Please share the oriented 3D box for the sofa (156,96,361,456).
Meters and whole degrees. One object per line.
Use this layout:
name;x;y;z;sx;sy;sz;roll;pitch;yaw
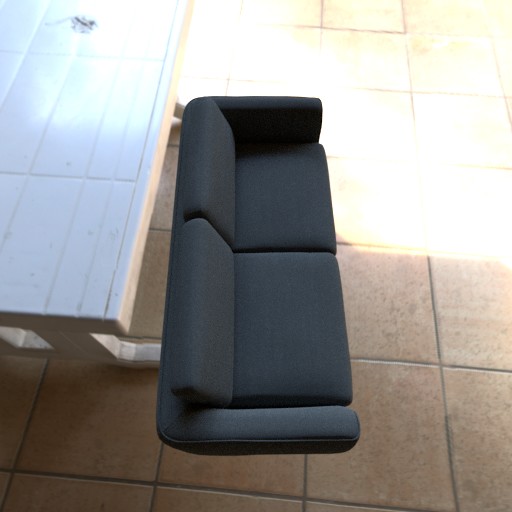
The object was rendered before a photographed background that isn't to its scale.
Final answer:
sofa;0.000;0.000;2.437;0.920;0.850;2.000;-1;62;0
